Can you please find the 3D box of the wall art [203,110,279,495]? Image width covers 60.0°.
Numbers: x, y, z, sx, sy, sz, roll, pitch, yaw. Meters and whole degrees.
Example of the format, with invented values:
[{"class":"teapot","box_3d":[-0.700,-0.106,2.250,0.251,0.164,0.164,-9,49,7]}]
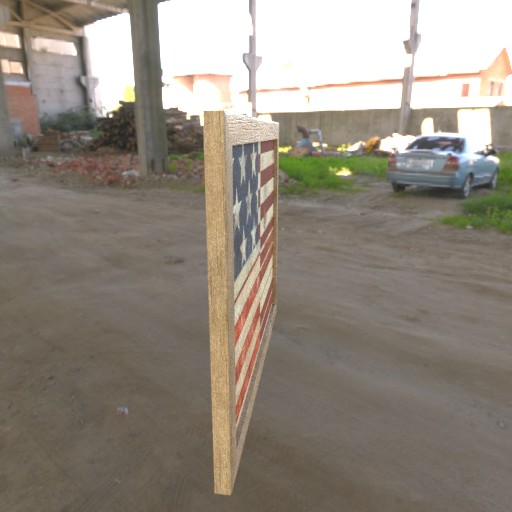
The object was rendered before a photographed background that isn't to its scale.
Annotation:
[{"class":"wall art","box_3d":[0.000,0.000,0.906,0.026,0.535,0.690,2,16,8]}]
